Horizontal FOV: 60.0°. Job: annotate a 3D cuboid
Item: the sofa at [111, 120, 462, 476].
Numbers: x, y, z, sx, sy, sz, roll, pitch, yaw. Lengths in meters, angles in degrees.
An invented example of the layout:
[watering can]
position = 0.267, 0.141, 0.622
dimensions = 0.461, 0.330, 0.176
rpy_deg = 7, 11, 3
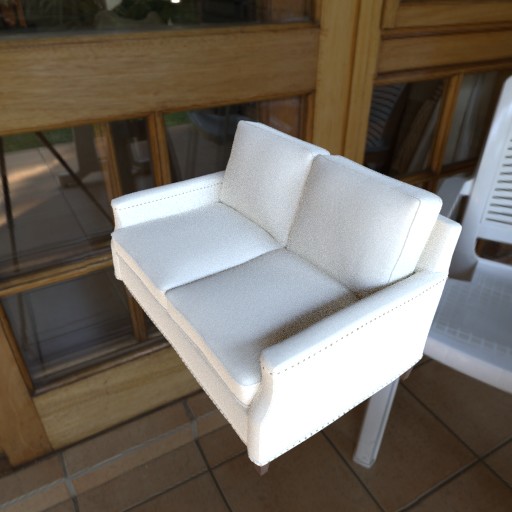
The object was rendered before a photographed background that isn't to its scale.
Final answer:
[sofa]
position = 0.000, 0.000, 2.299
dimensions = 1.084, 1.003, 1.597
rpy_deg = -21, 38, -29
